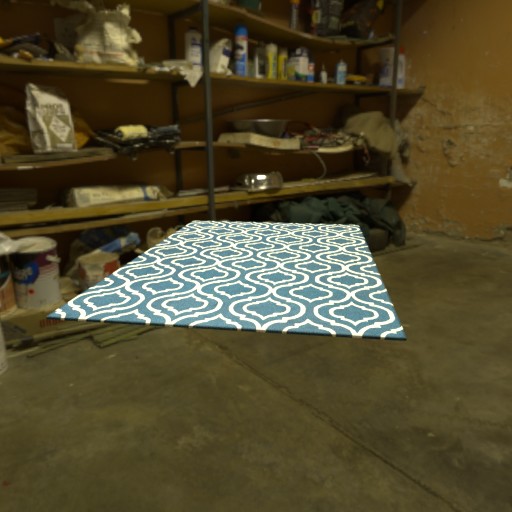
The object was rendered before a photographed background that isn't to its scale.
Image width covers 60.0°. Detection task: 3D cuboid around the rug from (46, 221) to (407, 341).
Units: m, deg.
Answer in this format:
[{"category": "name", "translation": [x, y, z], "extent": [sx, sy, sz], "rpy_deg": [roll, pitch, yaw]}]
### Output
[{"category": "rug", "translation": [0.000, 0.000, 2.209], "extent": [1.143, 0.010, 1.753], "rpy_deg": [2, 15, 8]}]
